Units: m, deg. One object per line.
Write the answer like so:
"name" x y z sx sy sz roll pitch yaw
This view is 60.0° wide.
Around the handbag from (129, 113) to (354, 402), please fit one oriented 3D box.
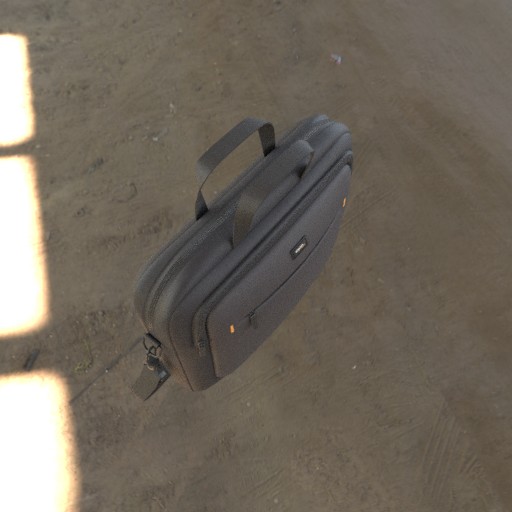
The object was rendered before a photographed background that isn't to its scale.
"handbag" 0.000 0.000 0.572 0.126 0.330 0.429 34 64 19
